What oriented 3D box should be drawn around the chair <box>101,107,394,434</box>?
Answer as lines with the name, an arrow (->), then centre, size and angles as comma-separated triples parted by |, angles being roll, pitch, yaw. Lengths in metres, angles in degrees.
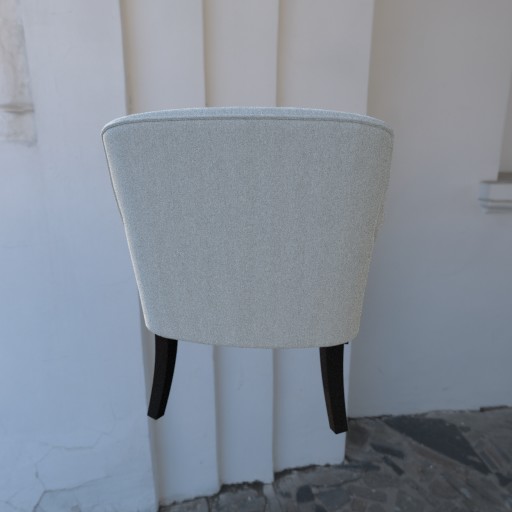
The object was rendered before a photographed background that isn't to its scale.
chair -> 0.000, 0.000, 1.439 | 0.781, 0.875, 0.750 | 2, 15, 7
